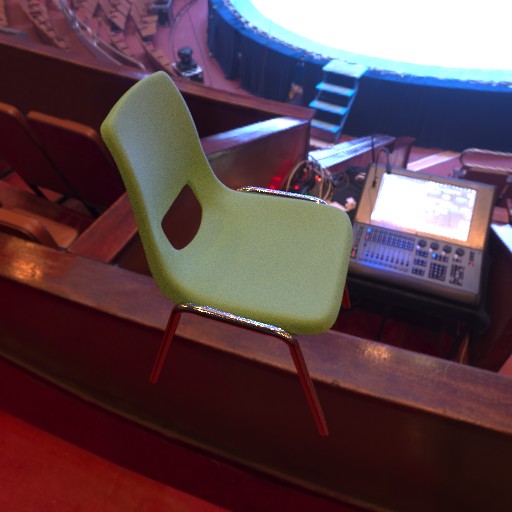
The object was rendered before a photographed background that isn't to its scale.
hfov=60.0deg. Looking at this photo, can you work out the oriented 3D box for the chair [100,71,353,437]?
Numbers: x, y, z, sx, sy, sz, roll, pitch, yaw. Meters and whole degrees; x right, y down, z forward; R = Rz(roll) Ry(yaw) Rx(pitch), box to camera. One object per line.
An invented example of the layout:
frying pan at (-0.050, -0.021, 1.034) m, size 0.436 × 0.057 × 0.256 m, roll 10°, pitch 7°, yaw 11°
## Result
chair at (0.000, 0.000, 0.905) m, size 0.436 × 0.653 × 0.381 m, roll 12°, pitch 47°, yaw 11°
